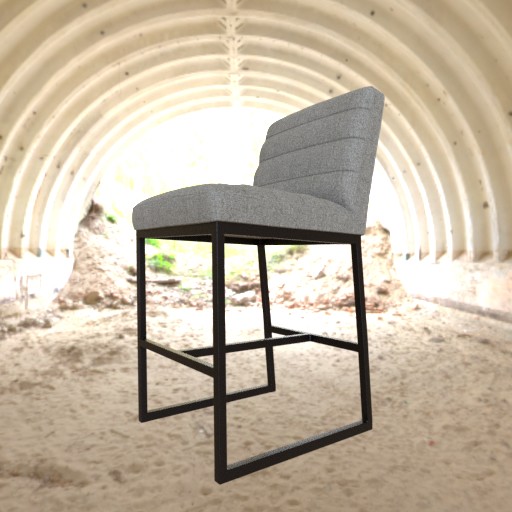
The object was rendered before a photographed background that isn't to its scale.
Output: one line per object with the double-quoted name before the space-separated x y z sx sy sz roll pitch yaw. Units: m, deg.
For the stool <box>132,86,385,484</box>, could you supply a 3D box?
"stool" 0.000 0.000 1.237 0.560 0.940 0.460 0 0 -37
